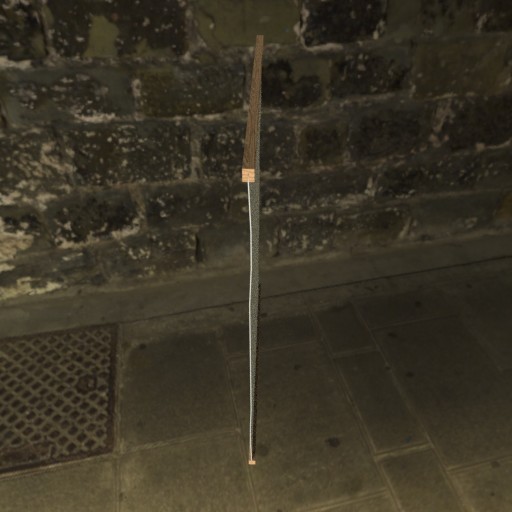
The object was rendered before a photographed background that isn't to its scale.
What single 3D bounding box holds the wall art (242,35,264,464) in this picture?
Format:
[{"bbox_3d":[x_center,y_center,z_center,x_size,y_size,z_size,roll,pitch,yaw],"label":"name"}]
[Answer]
[{"bbox_3d":[0.000,0.000,0.784,0.011,0.605,0.458,1,41,1],"label":"wall art"}]
